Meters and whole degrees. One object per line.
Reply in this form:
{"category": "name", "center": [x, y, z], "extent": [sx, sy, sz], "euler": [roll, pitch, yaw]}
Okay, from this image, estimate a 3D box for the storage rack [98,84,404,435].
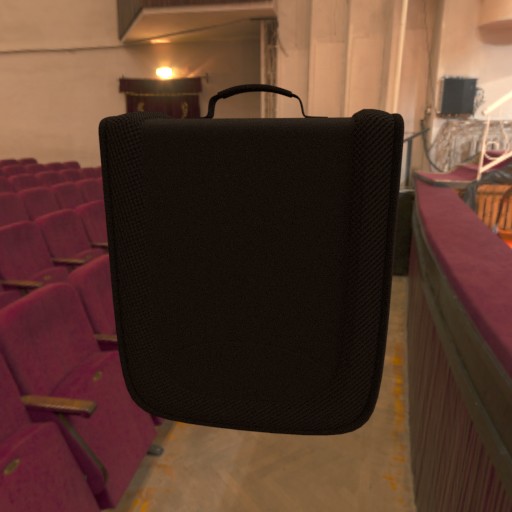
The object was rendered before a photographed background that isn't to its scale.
{"category": "storage rack", "center": [0.000, 0.000, 0.534], "extent": [0.297, 0.387, 0.168], "euler": [2, 15, 9]}
